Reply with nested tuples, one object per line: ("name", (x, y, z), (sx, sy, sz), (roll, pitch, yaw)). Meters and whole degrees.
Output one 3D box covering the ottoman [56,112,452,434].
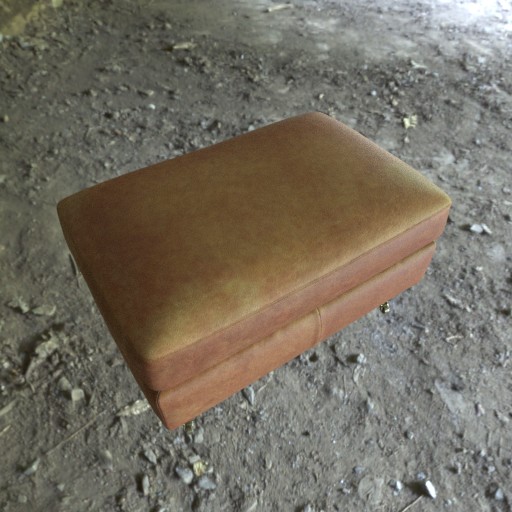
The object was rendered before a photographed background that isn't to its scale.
("ottoman", (0.000, 0.000, 1.212), (0.852, 0.507, 0.565), (-25, 51, -23))
